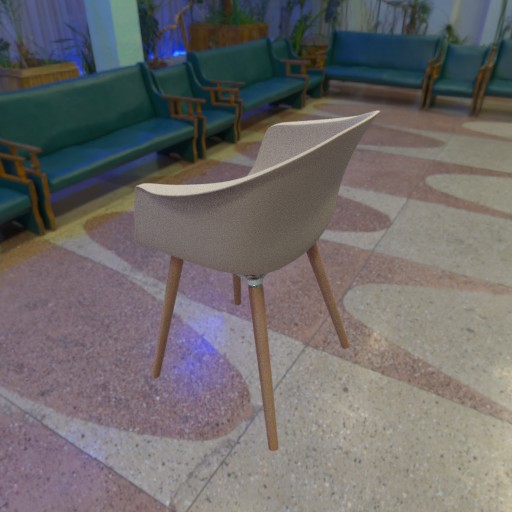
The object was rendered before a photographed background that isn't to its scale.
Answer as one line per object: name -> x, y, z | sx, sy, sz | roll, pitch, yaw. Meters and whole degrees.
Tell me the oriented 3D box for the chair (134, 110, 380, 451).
chair -> 0.000, 0.000, 1.155 | 0.504, 0.781, 0.593 | 20, 37, 28
